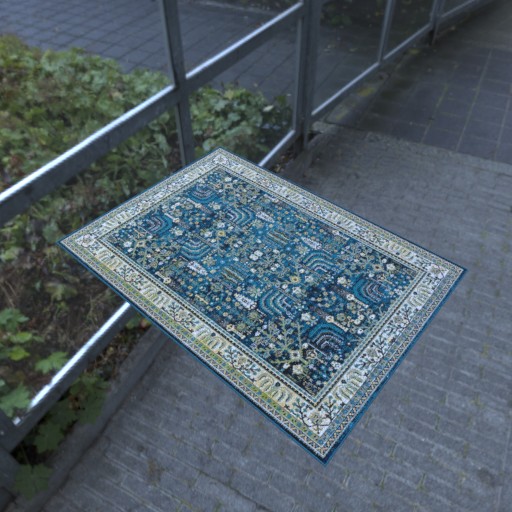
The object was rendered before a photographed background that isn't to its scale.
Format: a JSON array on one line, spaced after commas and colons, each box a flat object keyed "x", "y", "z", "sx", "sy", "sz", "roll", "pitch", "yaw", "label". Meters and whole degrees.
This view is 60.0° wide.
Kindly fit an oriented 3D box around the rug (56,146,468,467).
[{"x": 0.000, "y": 0.000, "z": 2.920, "sx": 2.213, "sy": 0.013, "sz": 1.594, "roll": 32, "pitch": 54, "yaw": 27, "label": "rug"}]
